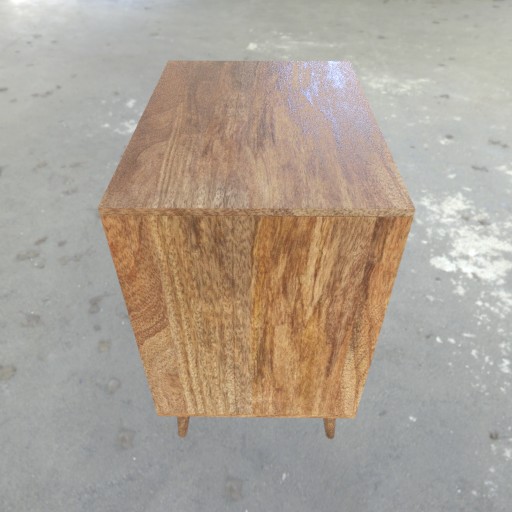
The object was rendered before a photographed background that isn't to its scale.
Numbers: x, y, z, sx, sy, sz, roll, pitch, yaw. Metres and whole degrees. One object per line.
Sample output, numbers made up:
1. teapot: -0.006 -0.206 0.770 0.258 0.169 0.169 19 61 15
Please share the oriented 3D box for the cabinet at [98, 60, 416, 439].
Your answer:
1. cabinet: 0.000 0.000 1.140 0.473 0.758 0.647 0 42 0
